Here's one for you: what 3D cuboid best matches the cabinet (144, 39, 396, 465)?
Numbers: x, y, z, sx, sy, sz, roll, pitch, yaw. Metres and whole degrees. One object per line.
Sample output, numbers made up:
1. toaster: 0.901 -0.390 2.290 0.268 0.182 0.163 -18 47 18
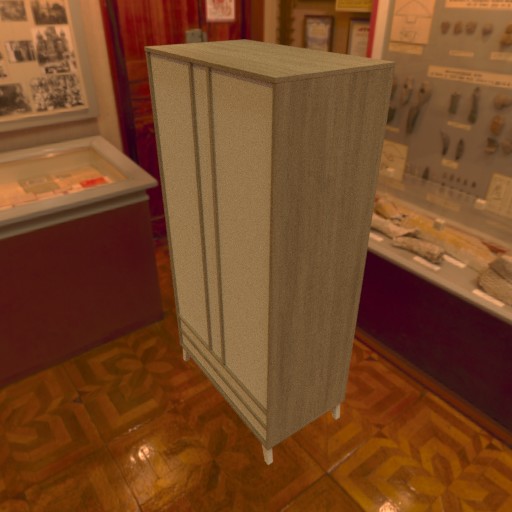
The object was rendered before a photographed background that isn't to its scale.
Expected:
1. cabinet: 0.000 0.000 2.390 0.571 1.999 1.006 -20 37 -30
